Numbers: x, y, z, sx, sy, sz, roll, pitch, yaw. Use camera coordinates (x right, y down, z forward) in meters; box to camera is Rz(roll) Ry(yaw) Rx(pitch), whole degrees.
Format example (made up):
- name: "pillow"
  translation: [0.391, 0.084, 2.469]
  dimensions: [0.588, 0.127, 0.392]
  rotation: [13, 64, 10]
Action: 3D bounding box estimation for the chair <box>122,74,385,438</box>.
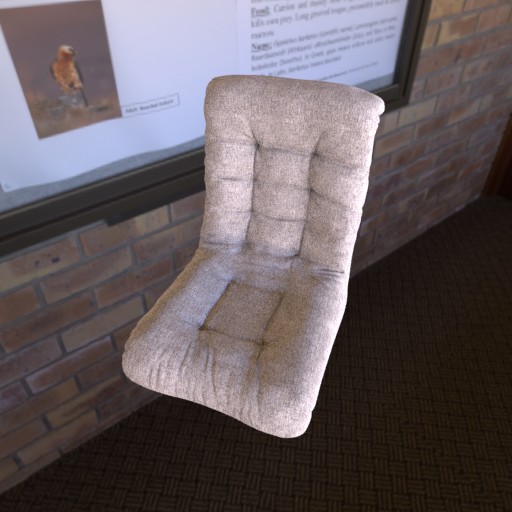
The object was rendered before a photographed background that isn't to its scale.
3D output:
- name: "chair"
  translation: [0.000, 0.000, 0.959]
  dimensions: [0.400, 0.600, 0.583]
  rotation: [13, 42, 15]
